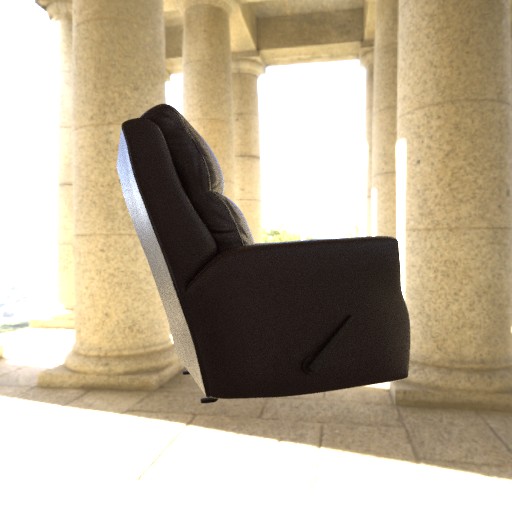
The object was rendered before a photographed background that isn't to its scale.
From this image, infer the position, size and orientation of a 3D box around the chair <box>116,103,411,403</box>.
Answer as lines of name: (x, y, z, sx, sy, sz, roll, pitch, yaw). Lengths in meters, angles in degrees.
chair: (0.000, 0.000, 1.821, 1.080, 1.030, 0.829, 0, 0, -19)
